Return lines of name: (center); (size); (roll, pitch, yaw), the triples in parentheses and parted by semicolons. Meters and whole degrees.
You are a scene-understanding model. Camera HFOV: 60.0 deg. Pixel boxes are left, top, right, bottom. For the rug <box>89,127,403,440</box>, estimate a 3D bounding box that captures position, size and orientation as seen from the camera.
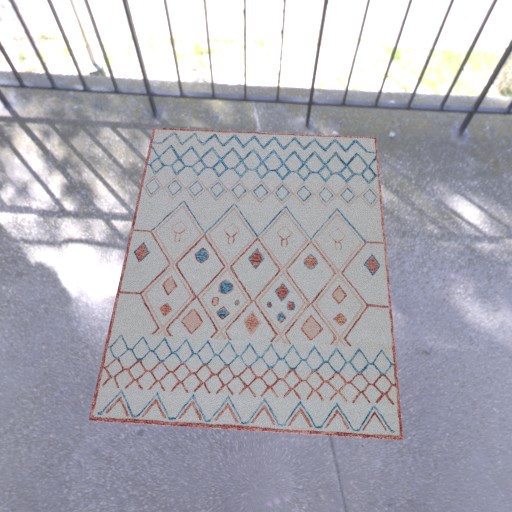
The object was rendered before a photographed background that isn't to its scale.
rug: (0.000, 0.000, 4.134); (2.441, 0.016, 3.050); (3, 62, 2)
